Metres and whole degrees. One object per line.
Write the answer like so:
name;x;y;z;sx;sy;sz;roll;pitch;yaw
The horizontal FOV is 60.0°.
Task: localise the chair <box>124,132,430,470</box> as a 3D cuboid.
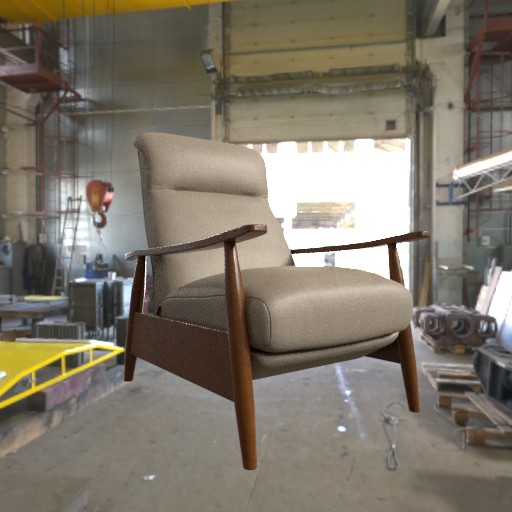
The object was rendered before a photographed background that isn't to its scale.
chair;0.000;0.000;1.734;0.762;1.082;1.032;-1;1;-35
